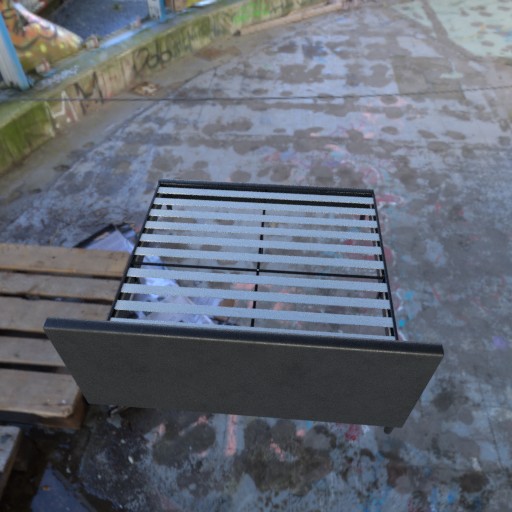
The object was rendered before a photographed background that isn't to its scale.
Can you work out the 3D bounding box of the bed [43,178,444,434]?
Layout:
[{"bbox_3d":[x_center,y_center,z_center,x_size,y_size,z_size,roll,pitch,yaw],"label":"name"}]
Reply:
[{"bbox_3d":[0.000,0.000,3.312,2.018,1.046,2.152,3,47,3],"label":"bed"}]
